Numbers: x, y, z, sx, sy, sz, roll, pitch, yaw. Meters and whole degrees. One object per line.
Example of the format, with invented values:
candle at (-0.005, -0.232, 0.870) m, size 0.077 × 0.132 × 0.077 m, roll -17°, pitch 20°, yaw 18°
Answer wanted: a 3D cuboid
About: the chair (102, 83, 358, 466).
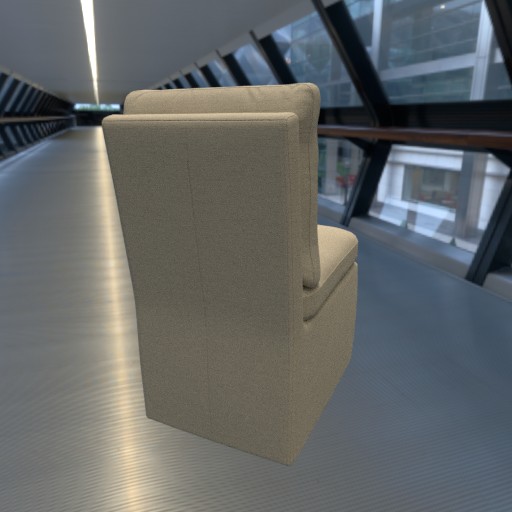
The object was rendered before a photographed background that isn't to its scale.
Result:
chair at (0.000, 0.000, 1.335) m, size 0.503 × 0.927 × 0.698 m, roll 8°, pitch 18°, yaw 25°
